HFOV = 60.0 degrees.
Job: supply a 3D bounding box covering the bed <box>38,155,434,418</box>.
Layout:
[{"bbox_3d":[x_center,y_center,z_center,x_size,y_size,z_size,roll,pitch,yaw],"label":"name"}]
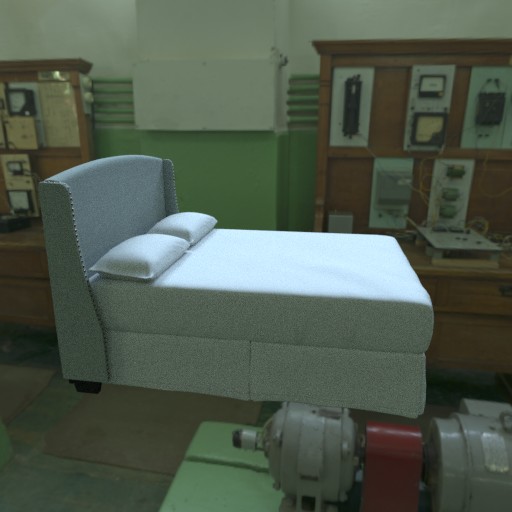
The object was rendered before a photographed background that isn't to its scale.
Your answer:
[{"bbox_3d":[0.000,0.000,3.260,2.237,1.407,1.710,3,17,9],"label":"bed"}]
